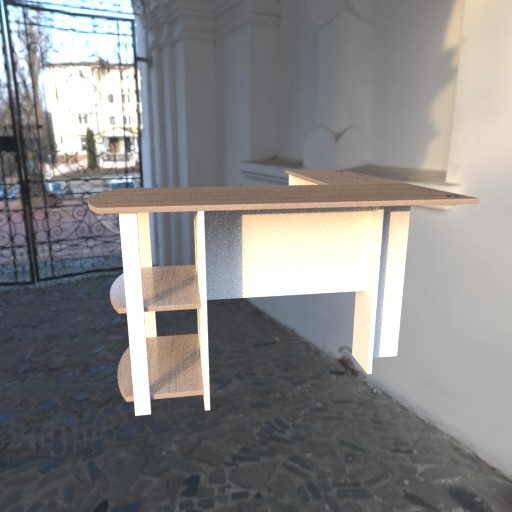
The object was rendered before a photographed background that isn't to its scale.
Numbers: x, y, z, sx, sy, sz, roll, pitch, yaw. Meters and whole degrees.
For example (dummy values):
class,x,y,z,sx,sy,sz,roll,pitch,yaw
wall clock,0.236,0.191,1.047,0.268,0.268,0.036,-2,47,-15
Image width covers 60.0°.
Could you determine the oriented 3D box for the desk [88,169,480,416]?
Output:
class,x,y,z,sx,sy,sz,roll,pitch,yaw
desk,0.000,0.000,2.131,1.303,0.716,1.361,-3,15,-9
